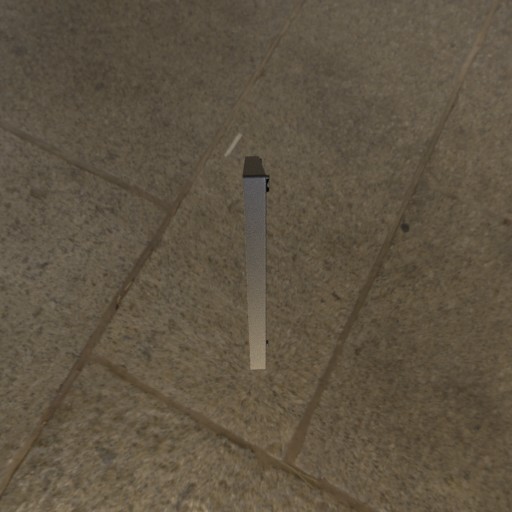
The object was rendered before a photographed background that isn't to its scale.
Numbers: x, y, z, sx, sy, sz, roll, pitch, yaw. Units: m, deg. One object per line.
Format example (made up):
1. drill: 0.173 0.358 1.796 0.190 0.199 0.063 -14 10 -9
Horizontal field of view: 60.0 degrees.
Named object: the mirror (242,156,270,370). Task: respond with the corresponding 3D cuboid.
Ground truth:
1. mirror: 0.000 0.000 0.841 0.032 0.679 0.419 -2 74 0
